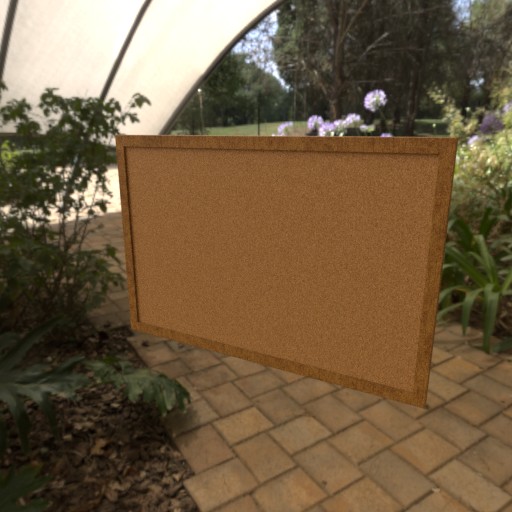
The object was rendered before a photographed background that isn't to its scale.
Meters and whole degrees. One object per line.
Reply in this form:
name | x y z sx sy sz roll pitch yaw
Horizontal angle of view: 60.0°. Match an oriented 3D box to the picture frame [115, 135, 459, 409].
picture frame | 0.000 0.000 1.186 0.922 0.621 0.029 8 18 27
